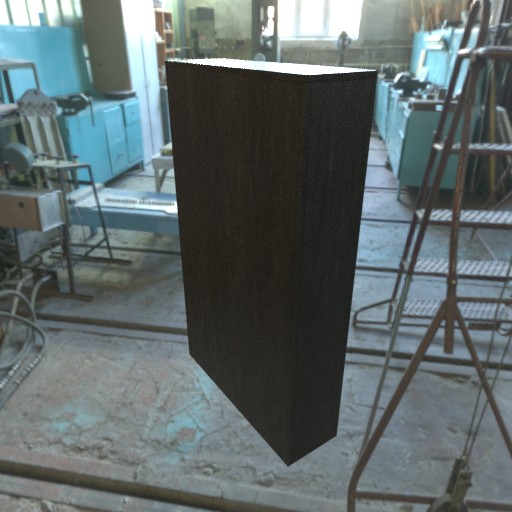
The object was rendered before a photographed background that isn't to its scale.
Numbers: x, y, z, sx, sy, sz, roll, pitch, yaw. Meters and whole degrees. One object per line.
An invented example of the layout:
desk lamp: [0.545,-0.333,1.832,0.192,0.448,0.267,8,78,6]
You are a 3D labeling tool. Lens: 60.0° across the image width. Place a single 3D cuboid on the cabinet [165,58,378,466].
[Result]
cabinet: [0.000,0.000,1.612,0.250,1.280,0.750,-17,31,-31]
